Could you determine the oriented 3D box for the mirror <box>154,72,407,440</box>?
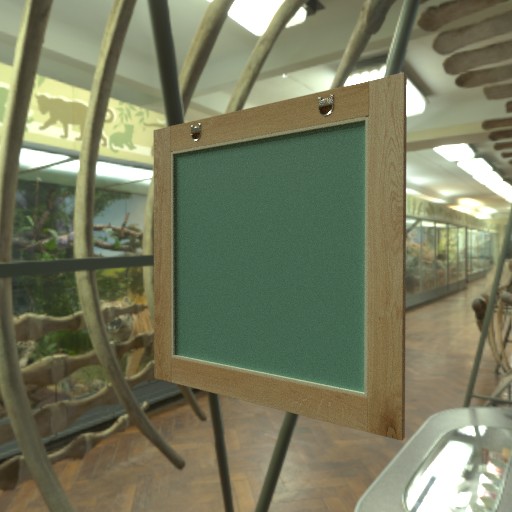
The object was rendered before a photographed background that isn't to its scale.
[{"bbox_3d":[0.000,0.000,1.203,0.800,0.800,0.020,1,1,36],"label":"mirror"}]
